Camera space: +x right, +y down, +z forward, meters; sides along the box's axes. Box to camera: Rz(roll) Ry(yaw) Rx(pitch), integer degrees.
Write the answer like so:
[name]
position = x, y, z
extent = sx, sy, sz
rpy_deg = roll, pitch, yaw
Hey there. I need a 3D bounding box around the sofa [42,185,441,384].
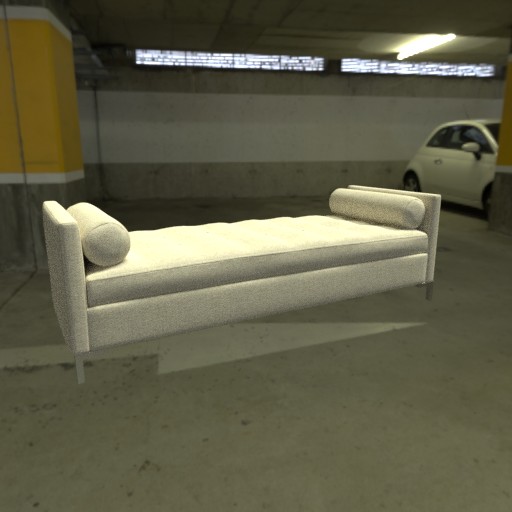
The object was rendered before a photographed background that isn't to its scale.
[sofa]
position = 0.000, 0.000, 2.503
extent = 2.102, 0.655, 0.797
rpy_deg = -7, 16, -28
